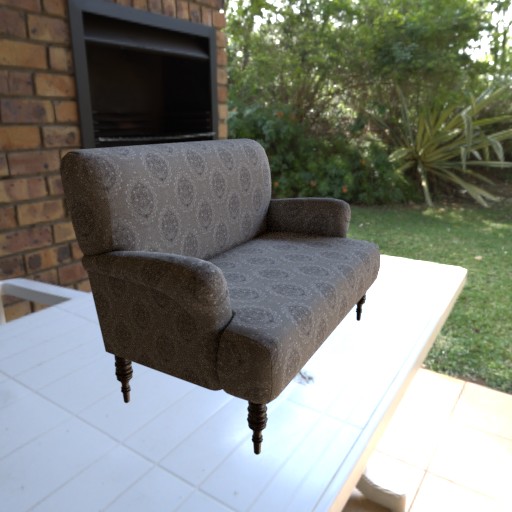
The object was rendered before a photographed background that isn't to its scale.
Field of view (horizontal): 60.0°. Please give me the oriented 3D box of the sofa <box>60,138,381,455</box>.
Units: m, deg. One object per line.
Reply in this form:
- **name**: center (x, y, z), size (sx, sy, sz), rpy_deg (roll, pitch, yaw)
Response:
- **sofa**: center (0.000, 0.000, 1.822), size (0.779, 0.889, 1.297), rpy_deg (9, 19, 27)
